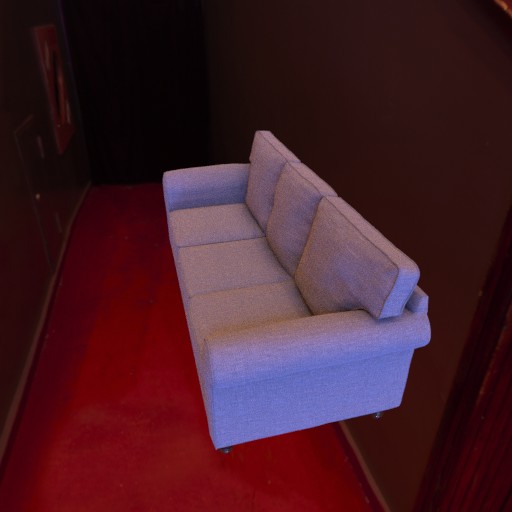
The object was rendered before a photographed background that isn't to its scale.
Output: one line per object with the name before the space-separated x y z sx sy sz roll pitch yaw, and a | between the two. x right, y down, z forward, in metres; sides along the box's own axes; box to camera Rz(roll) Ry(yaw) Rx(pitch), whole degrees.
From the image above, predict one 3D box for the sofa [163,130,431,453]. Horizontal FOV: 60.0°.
sofa | 0.000 0.000 2.601 0.916 0.961 2.084 -8 31 -13
